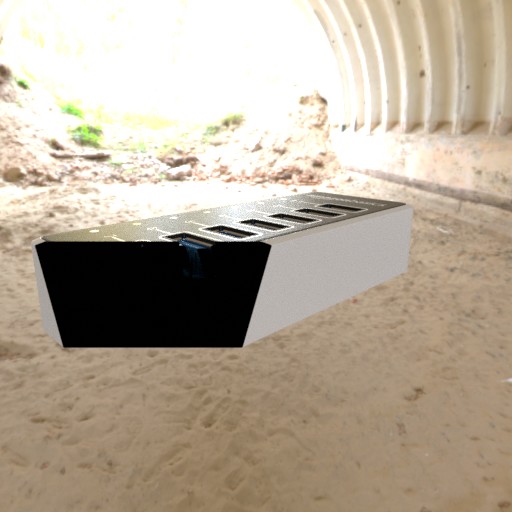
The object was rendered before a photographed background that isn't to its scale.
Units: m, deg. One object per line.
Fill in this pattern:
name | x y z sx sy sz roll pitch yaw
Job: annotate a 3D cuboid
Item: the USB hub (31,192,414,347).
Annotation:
USB hub | 0.000 0.000 0.129 0.110 0.023 0.044 -16 23 -42
